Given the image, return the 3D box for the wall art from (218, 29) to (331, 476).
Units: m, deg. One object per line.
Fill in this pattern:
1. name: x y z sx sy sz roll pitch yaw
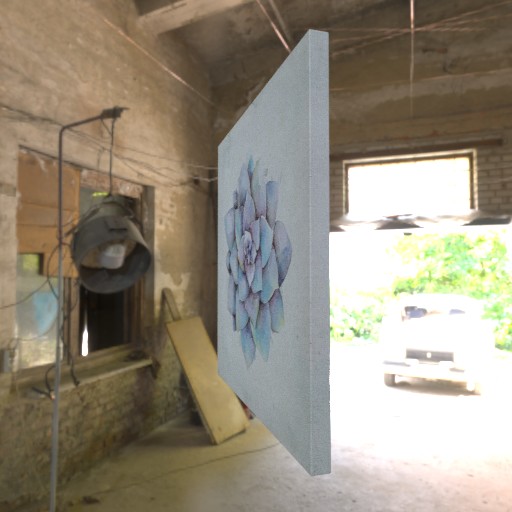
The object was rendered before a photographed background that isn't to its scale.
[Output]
1. wall art: 0.000 0.000 1.123 0.038 0.762 0.762 1 -2 -17
